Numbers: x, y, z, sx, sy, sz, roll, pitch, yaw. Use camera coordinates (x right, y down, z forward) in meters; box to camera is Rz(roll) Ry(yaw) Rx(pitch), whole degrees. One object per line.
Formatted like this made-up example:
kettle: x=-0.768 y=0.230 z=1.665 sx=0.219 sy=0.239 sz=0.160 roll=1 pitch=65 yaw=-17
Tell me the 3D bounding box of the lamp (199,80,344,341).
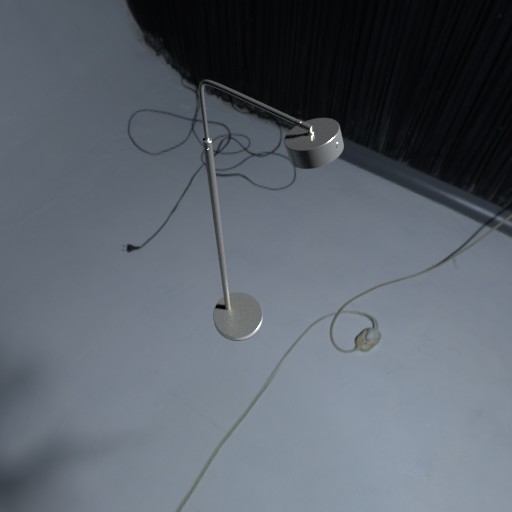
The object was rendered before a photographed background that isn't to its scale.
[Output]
lamp: x=0.000 y=0.000 z=1.469 sx=0.421 sy=1.250 sz=0.222 roll=31 pitch=63 yaw=18
